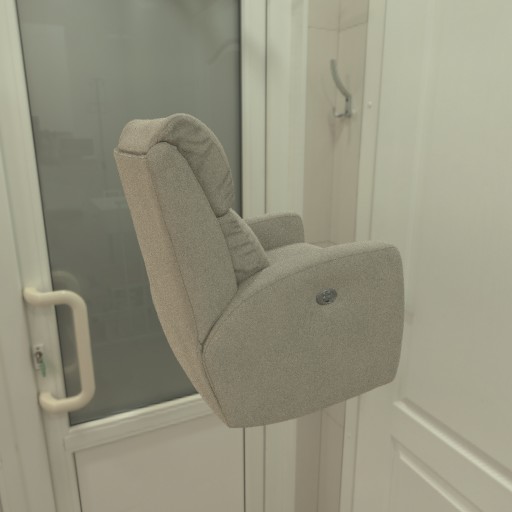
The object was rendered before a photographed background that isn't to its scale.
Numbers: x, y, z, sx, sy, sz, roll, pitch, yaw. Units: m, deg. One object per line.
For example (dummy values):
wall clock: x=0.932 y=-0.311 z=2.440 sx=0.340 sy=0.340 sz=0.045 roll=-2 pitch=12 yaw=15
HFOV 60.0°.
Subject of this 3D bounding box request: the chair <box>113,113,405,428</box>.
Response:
chair: x=0.000 y=0.000 z=1.718 sx=0.940 sy=1.021 sz=0.794 roll=-7 pitch=17 yaw=-25
